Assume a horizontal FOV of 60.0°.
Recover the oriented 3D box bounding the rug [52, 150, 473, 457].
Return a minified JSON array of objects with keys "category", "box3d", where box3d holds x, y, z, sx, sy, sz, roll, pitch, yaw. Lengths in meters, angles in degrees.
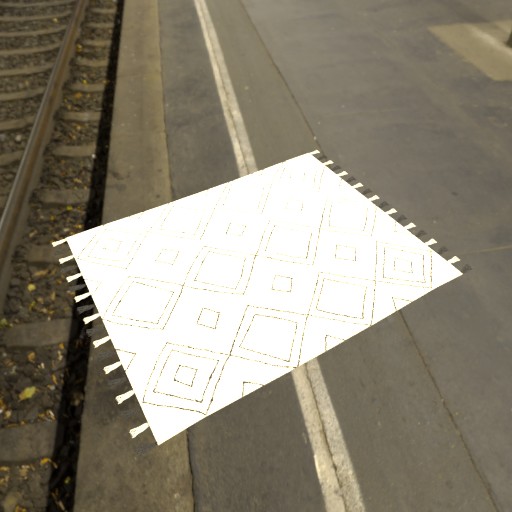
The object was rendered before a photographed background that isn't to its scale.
[{"category":"rug","box3d":[0.000,0.000,4.155,3.221,0.026,2.342,-23,50,-21]}]
